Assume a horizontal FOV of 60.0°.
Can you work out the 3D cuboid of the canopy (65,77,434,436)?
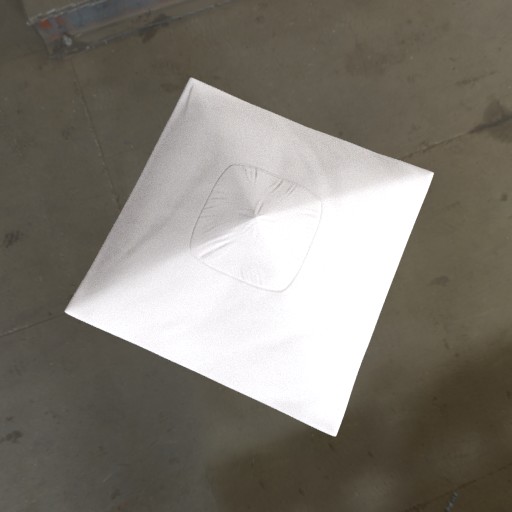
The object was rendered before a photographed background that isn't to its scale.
[{"bbox_3d":[0.000,0.000,5.414,2.996,2.997,2.998,23,78,5],"label":"canopy"}]
